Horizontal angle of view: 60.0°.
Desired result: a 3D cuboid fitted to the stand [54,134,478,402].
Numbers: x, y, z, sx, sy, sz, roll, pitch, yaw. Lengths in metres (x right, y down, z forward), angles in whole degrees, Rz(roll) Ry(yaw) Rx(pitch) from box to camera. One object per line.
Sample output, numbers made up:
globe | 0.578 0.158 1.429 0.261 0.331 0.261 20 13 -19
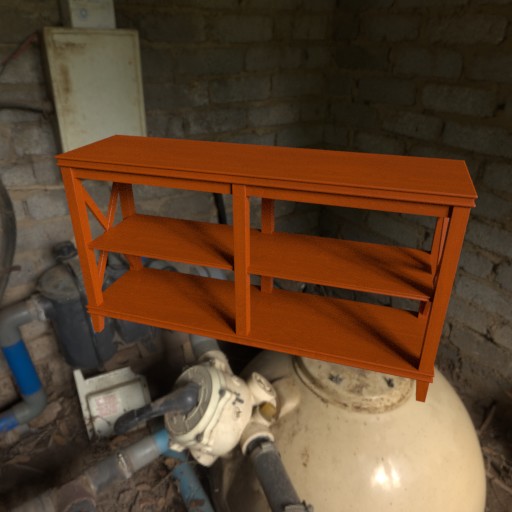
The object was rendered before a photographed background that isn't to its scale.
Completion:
stand | 0.000 0.000 1.709 1.372 0.762 0.381 8 28 16
